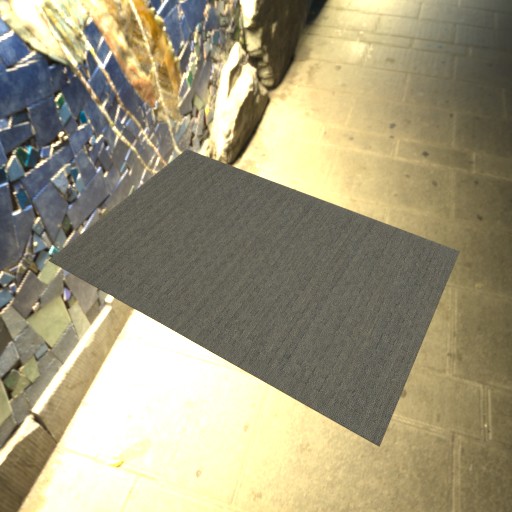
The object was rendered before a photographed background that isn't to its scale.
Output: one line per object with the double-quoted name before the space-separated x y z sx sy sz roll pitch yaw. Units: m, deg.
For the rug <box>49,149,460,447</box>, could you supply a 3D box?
"rug" 0.000 0.000 2.255 1.752 0.006 1.142 24 52 21
